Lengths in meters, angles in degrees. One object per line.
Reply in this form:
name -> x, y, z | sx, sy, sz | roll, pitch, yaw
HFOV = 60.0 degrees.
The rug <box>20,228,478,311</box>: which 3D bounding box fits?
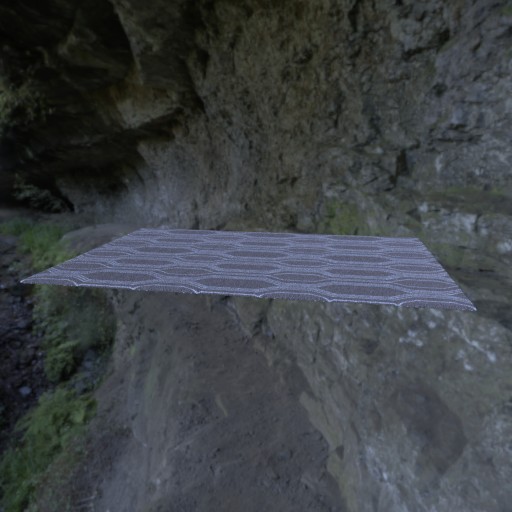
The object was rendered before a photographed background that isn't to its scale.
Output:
rug -> 0.000, 0.000, 2.329 | 1.836, 0.012, 1.239 | 3, 15, 10
